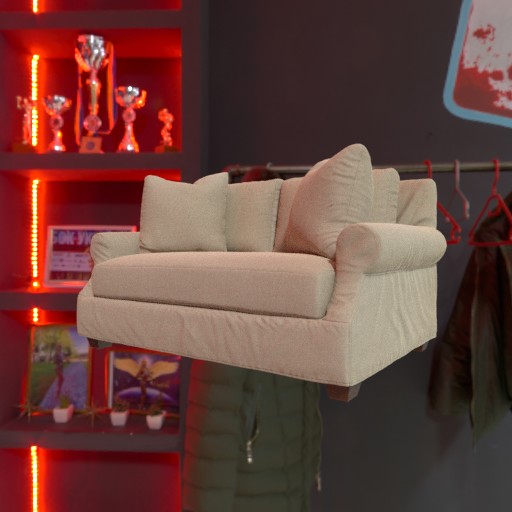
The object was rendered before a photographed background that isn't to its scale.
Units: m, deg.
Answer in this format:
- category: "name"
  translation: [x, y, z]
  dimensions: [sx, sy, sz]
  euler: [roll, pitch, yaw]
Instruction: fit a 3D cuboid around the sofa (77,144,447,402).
- category: "sofa"
  translation: [0.000, 0.000, 2.160]
  dimensions: [1.550, 0.905, 1.070]
  euler: [1, 1, 35]
